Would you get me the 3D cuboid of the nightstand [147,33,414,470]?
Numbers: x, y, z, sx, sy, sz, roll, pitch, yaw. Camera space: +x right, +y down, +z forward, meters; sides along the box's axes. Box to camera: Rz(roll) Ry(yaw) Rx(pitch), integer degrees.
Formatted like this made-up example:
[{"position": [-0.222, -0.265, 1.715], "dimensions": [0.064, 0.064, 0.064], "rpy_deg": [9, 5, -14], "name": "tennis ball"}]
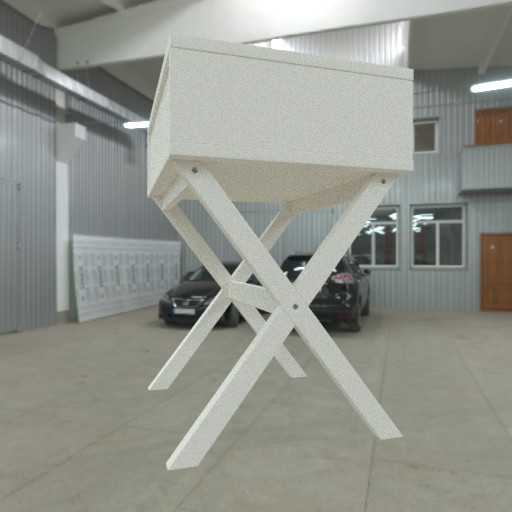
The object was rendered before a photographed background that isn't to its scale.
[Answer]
[{"position": [0.000, 0.000, 0.907], "dimensions": [0.402, 0.623, 0.479], "rpy_deg": [0, 0, -17], "name": "nightstand"}]
